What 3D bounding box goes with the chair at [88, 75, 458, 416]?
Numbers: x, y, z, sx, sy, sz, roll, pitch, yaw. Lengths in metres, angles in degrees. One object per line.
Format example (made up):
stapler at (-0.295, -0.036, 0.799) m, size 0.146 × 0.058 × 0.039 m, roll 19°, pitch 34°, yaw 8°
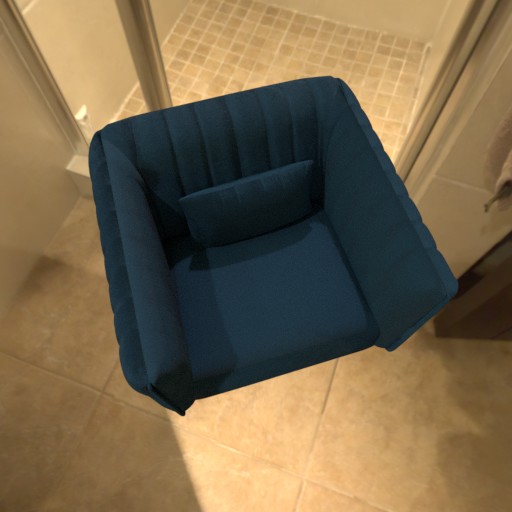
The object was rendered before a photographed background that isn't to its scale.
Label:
chair at (0.000, 0.000, 1.603) m, size 0.947 × 0.793 × 0.877 m, roll -15°, pitch 65°, yaw -7°
